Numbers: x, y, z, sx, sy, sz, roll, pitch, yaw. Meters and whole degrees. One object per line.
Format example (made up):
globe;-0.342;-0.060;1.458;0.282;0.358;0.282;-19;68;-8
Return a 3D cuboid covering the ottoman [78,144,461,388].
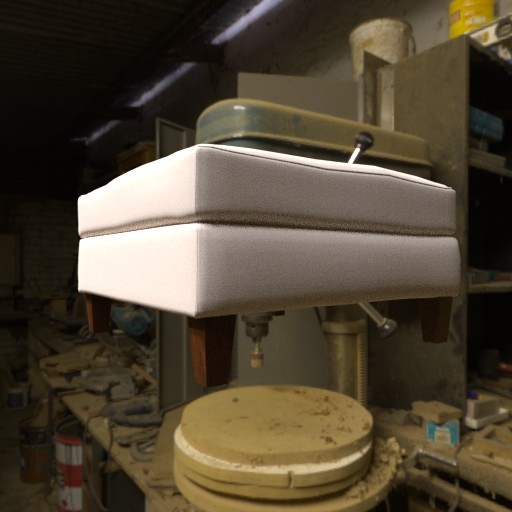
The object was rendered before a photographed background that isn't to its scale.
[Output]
ottoman;0.000;0.000;1.322;0.838;0.479;0.838;0;-1;-35
